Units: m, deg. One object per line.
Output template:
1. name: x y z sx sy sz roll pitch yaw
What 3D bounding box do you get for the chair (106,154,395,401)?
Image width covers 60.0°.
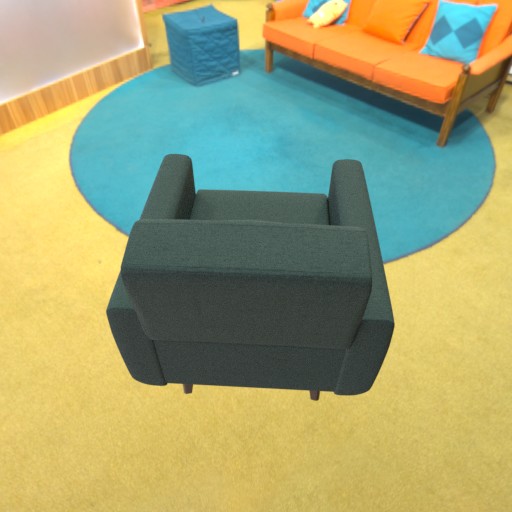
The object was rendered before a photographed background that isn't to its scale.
1. chair: 0.000 0.000 1.593 0.831 0.841 0.909 2 45 2
